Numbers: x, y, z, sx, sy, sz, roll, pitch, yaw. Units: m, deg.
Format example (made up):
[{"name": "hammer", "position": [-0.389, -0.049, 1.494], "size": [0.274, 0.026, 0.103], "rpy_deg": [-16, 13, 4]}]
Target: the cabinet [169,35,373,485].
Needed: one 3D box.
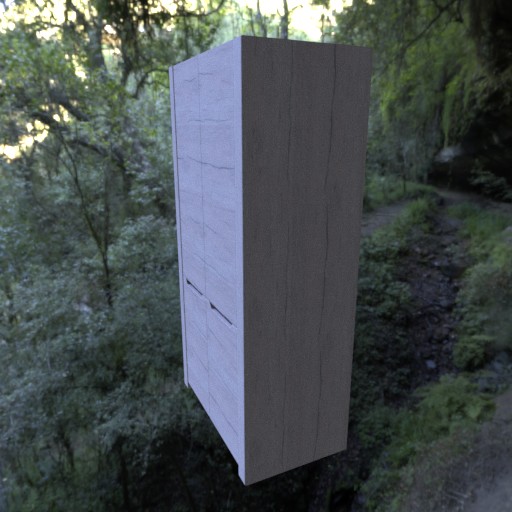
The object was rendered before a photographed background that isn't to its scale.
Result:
[{"name": "cabinet", "position": [0.000, 0.000, 2.356], "size": [0.580, 1.930, 0.980], "rpy_deg": [-8, 18, -25]}]
